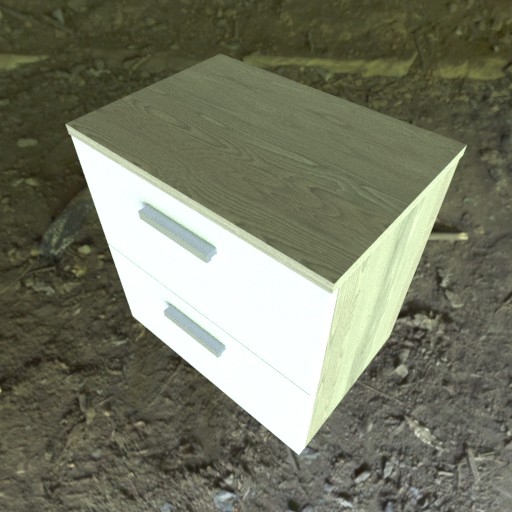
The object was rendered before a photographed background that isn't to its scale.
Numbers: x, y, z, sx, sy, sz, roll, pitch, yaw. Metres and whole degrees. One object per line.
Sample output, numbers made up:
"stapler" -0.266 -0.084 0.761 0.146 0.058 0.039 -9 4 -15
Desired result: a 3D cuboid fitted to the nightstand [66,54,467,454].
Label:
"nightstand" 0.000 0.000 0.756 0.442 0.461 0.325 32 54 27
